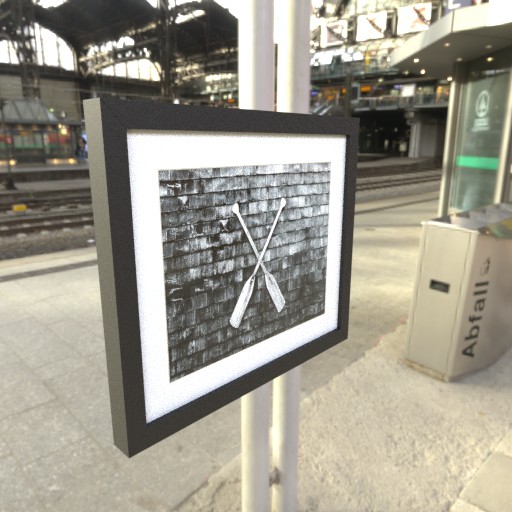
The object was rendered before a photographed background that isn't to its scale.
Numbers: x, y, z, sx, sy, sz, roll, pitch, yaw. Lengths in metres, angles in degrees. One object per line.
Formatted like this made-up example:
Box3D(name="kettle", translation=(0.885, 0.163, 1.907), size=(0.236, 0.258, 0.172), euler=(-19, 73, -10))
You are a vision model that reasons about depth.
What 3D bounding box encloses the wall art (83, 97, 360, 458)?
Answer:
Box3D(name="wall art", translation=(0.000, 0.000, 0.530), size=(0.029, 0.330, 0.381), euler=(13, 19, 43))
